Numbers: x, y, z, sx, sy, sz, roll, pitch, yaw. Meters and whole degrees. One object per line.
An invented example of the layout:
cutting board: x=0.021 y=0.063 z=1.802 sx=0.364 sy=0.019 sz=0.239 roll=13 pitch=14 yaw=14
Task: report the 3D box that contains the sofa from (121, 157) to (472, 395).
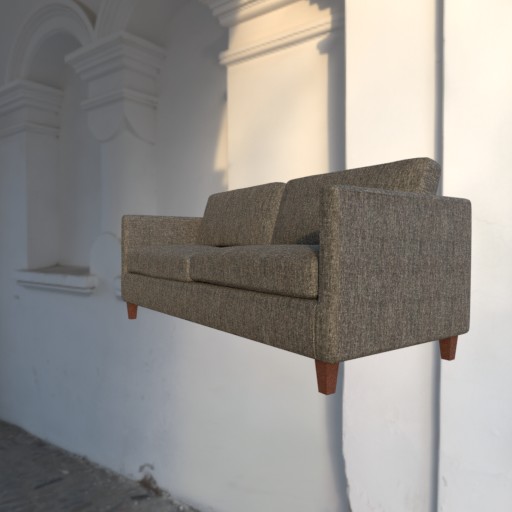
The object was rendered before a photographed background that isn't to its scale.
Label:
sofa: x=0.000 y=0.000 z=2.691 sx=0.948 sy=0.960 sz=2.208 roll=-1 pitch=2 yaw=-36
